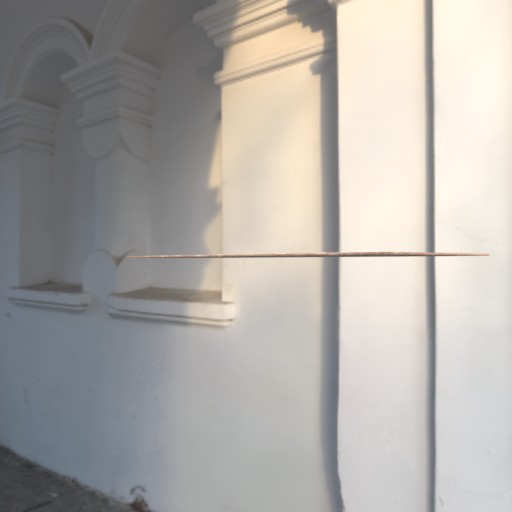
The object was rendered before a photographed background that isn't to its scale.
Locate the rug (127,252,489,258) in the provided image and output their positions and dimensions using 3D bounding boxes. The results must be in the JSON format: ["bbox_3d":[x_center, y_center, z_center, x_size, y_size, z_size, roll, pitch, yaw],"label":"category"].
[{"bbox_3d":[0.000,0.000,2.670,0.685,0.013,2.437,0,-1,-37],"label":"rug"}]
